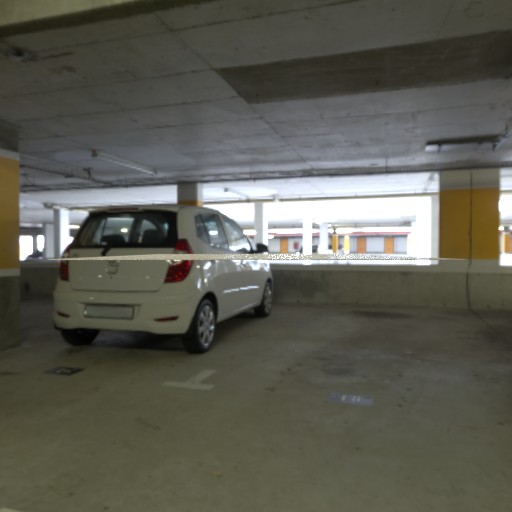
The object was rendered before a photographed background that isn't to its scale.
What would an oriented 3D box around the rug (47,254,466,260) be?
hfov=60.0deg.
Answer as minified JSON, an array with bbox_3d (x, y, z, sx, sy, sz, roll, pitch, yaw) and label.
[{"bbox_3d":[0.000,0.000,3.961,2.391,0.005,2.880,0,1,0],"label":"rug"}]
